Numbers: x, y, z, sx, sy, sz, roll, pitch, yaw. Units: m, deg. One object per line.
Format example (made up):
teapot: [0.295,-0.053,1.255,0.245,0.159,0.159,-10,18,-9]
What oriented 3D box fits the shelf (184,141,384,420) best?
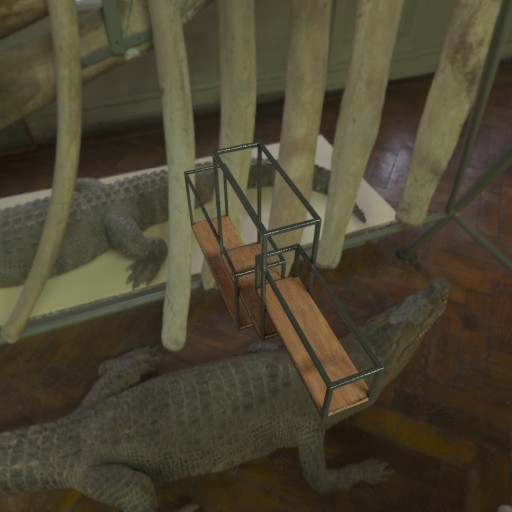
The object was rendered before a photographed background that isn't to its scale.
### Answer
shelf: [0.000,0.000,2.202,0.275,0.972,1.781,-15,47,-15]
